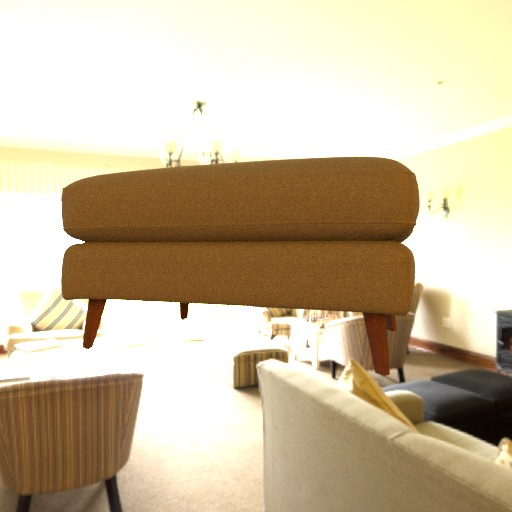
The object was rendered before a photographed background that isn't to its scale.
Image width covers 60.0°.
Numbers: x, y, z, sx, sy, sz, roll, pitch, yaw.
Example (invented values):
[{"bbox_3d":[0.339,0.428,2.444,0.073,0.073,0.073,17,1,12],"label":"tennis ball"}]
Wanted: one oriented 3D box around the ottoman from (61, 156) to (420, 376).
[{"bbox_3d":[0.000,0.000,1.181,0.811,0.449,0.608,0,1,19],"label":"ottoman"}]
